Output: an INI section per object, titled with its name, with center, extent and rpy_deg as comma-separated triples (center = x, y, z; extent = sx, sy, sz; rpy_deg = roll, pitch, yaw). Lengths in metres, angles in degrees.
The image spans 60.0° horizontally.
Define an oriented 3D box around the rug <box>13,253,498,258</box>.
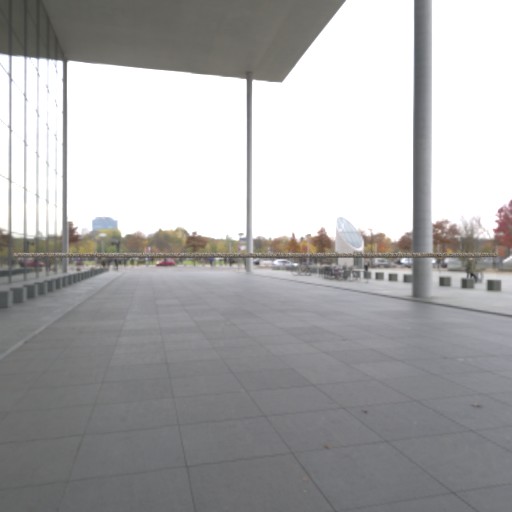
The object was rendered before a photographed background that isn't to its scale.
[rug]
center = 0.000, 0.000, 3.366
extent = 2.699, 0.025, 1.800
rpy_deg = 0, 0, 1
